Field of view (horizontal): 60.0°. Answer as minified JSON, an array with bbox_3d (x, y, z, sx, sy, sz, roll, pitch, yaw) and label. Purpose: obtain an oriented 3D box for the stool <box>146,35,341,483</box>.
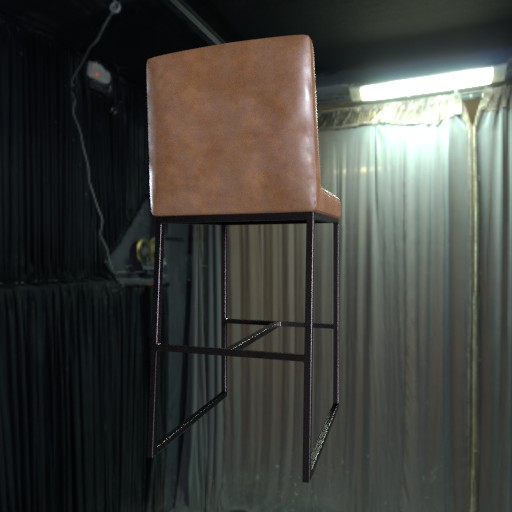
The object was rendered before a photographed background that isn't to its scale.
[{"bbox_3d":[0.000,0.000,1.361,0.463,1.065,0.562,0,0,18],"label":"stool"}]
